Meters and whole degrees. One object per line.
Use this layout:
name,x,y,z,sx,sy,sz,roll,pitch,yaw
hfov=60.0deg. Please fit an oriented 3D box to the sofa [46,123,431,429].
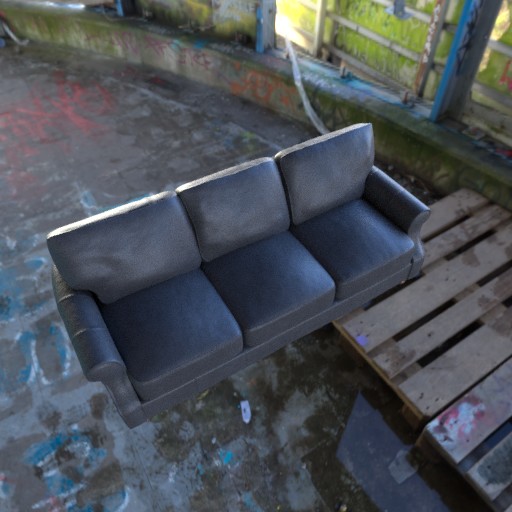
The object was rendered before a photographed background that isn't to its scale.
sofa,0.000,0.000,2.856,2.387,0.977,0.974,-24,51,-21
